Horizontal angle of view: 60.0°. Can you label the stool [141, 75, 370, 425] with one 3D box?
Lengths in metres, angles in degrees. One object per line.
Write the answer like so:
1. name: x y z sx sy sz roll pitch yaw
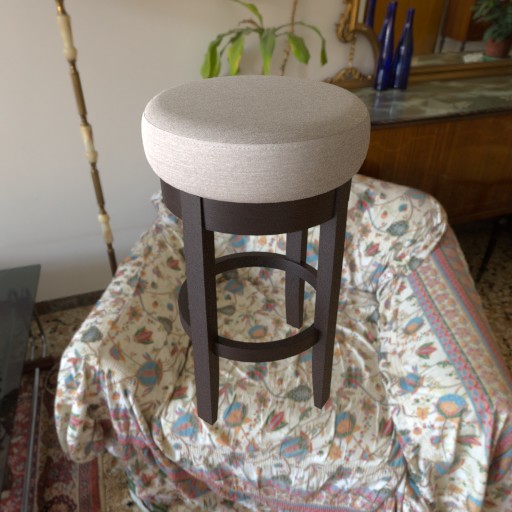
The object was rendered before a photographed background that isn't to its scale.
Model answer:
1. stool: 0.000 0.000 1.048 0.443 0.757 0.443 0 34 0
